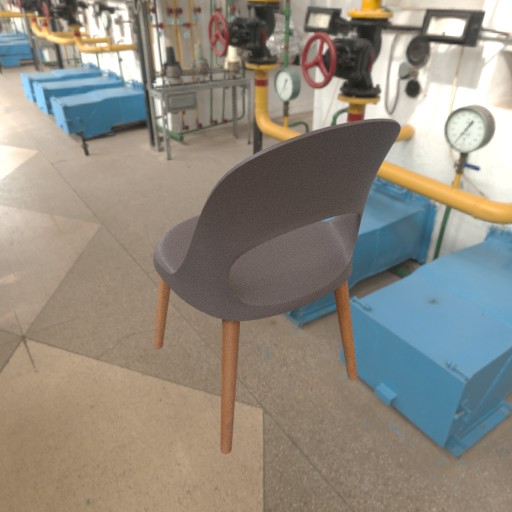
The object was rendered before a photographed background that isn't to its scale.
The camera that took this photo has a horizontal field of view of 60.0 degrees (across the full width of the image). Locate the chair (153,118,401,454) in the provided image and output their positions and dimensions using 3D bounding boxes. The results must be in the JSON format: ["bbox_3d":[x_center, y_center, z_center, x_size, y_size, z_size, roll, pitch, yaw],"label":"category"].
[{"bbox_3d":[0.000,0.000,1.139,0.470,0.794,0.556,-19,36,-28],"label":"chair"}]
